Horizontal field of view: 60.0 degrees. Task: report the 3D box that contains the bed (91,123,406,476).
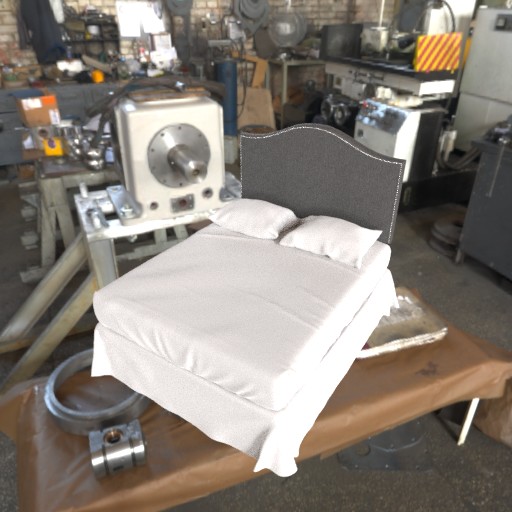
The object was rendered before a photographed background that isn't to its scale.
[{"bbox_3d":[0.000,0.000,3.487,1.876,1.645,2.221,18,35,28],"label":"bed"}]
